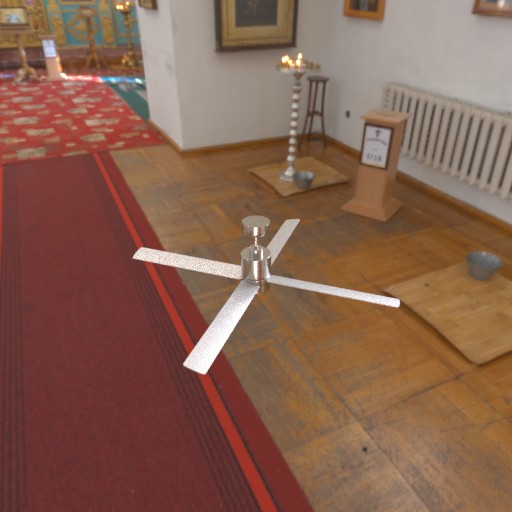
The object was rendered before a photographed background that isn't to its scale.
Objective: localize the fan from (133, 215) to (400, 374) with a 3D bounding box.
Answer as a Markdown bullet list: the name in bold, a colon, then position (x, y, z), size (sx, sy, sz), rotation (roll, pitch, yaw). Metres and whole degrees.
- **fan**: position (0.000, 0.000, 2.055), size (1.322, 0.355, 1.322), rotation (10, 32, 17)
